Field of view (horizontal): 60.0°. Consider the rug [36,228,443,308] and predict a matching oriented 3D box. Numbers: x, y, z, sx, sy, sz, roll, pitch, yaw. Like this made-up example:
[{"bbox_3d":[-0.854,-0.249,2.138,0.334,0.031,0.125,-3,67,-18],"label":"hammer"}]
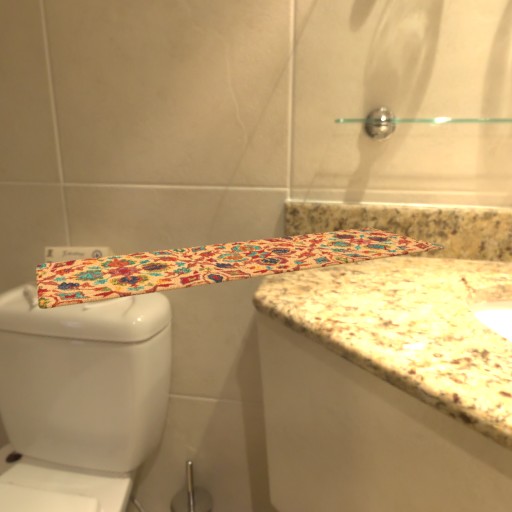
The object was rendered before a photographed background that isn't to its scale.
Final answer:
[{"bbox_3d":[0.000,0.000,2.549,2.273,0.016,0.693,-7,17,-25],"label":"rug"}]
